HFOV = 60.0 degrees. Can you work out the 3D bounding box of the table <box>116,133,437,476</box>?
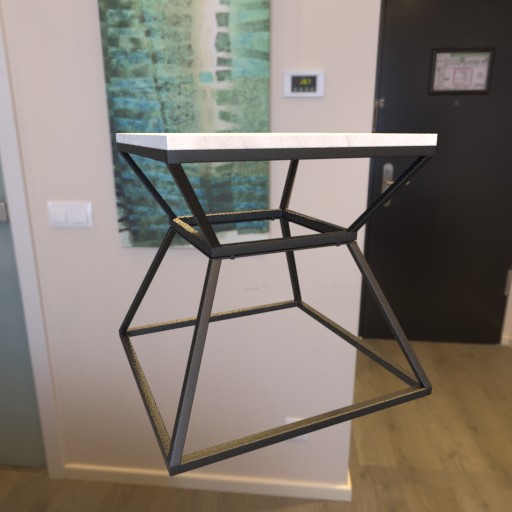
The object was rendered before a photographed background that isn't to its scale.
[{"bbox_3d":[0.000,0.000,0.809,0.455,0.431,0.455,-7,17,-24],"label":"table"}]
